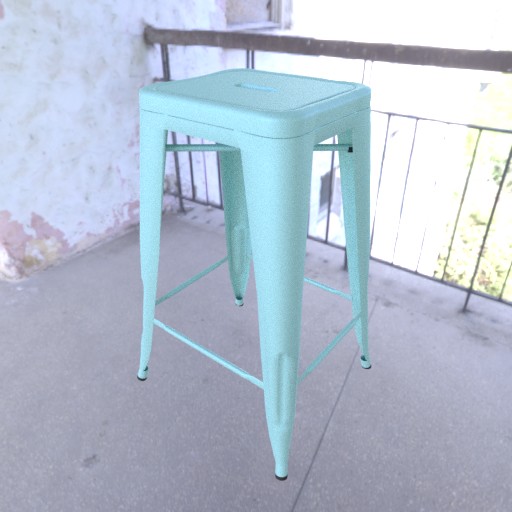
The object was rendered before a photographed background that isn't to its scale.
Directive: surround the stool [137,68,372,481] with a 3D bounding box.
[{"bbox_3d":[0.000,0.000,0.835,0.399,0.609,0.359,22,38,31],"label":"stool"}]
